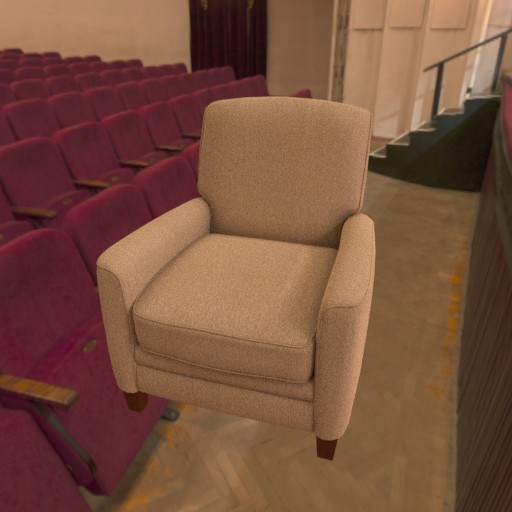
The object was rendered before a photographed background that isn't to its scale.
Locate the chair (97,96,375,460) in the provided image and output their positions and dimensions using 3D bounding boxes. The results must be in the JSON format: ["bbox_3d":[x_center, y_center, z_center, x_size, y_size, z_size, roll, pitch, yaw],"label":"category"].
[{"bbox_3d":[0.000,0.000,1.617,0.848,1.014,0.864,8,27,15],"label":"chair"}]
